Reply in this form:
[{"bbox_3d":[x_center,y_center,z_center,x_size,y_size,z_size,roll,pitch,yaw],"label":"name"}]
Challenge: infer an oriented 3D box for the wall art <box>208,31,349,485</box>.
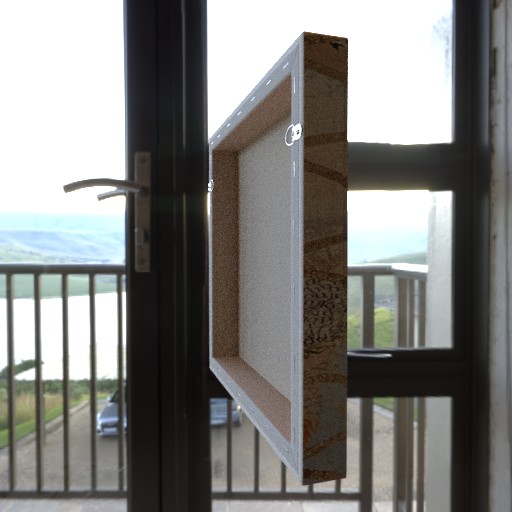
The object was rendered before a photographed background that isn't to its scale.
[{"bbox_3d":[0.000,0.000,0.442,0.036,0.304,0.303,0,1,-18],"label":"wall art"}]
